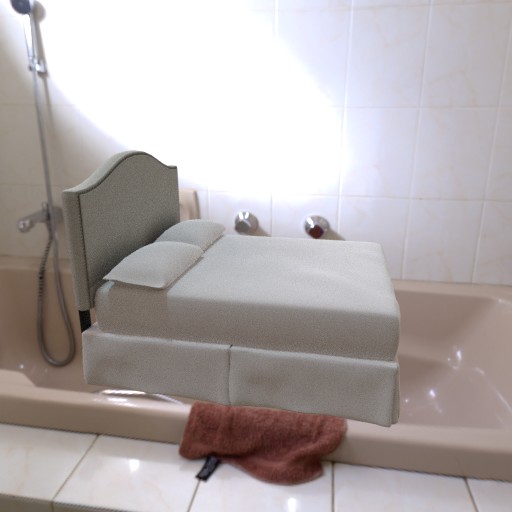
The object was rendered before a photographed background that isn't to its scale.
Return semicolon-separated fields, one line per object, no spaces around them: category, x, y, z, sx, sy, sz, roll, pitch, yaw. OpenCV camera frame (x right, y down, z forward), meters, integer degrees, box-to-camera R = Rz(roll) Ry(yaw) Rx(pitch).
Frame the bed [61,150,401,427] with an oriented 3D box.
bed;0.000;0.000;3.528;2.180;1.607;1.813;3;17;11
